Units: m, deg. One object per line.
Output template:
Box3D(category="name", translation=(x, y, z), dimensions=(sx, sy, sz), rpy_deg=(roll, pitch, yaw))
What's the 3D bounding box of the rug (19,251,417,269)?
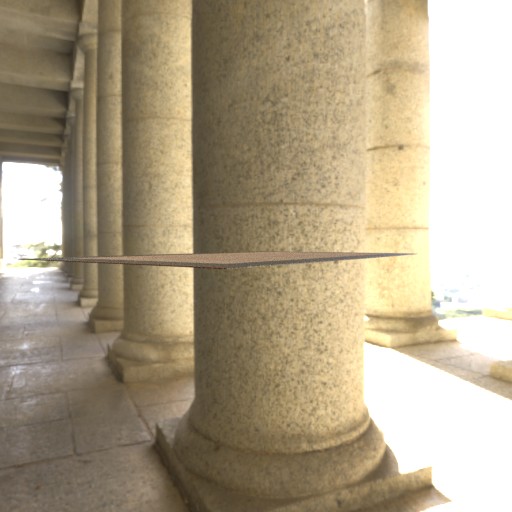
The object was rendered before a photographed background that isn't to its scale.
Box3D(category="rug", translation=(0.000, 0.000, 2.987), dimensions=(1.521, 0.006, 2.435), rpy_deg=(1, 2, 36))
